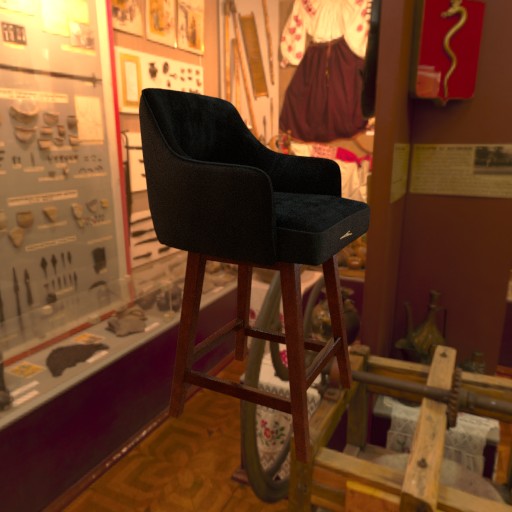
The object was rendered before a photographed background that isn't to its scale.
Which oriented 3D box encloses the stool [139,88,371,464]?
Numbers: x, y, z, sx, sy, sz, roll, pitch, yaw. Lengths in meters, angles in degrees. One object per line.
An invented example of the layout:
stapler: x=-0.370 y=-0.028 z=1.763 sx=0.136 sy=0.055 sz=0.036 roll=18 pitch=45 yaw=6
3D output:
stool: x=0.000 y=0.000 z=1.303 sx=0.560 sy=0.940 sz=0.550 roll=8 pitch=17 yaw=27
